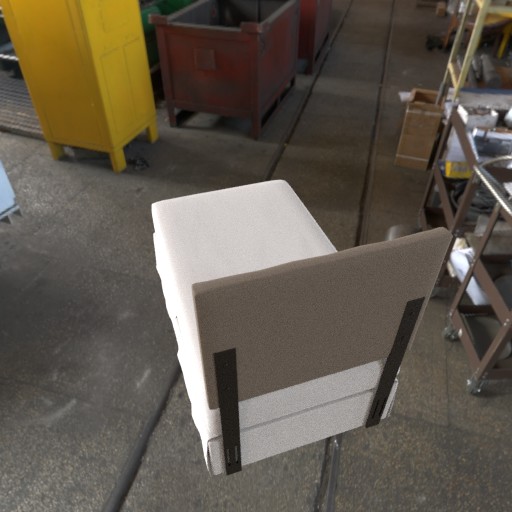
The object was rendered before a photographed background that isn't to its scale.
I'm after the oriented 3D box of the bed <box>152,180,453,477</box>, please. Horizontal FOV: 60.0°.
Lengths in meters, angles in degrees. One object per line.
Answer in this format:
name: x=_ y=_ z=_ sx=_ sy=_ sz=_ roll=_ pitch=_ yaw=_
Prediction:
bed: x=0.000 y=0.000 z=2.967 sx=1.261 sy=1.571 sz=1.997 roll=-12 pitch=43 yaw=-14
